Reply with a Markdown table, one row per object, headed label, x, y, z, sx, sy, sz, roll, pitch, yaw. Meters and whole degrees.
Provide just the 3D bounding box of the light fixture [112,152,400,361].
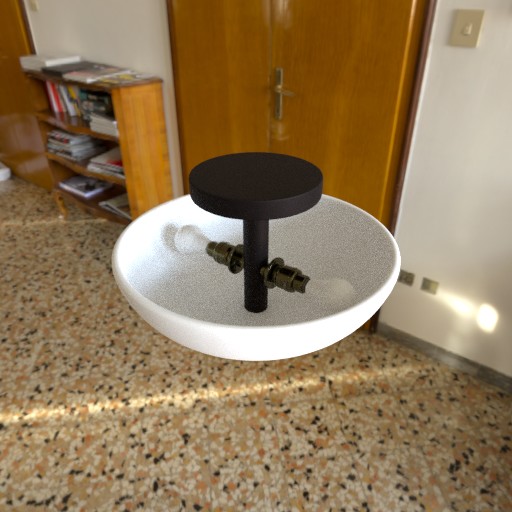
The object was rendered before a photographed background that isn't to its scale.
| label | x | y | z | sx | sy | sz | roll | pitch | yaw |
| --- | --- | --- | --- | --- | --- | --- | --- | --- | --- |
| light fixture | 0.000 | 0.000 | 0.537 | 0.331 | 0.212 | 0.331 | 0 | 31 | 0 |
